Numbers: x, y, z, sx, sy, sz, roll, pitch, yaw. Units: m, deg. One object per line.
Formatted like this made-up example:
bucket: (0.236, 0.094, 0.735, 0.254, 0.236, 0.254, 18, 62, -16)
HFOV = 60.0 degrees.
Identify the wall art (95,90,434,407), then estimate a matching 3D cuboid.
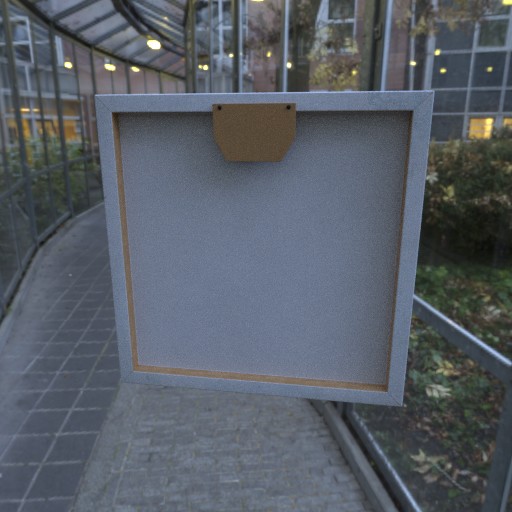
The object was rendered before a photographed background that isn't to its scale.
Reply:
wall art: (0.000, 0.000, 0.877, 0.605, 0.605, 0.044, 2, 16, 8)
